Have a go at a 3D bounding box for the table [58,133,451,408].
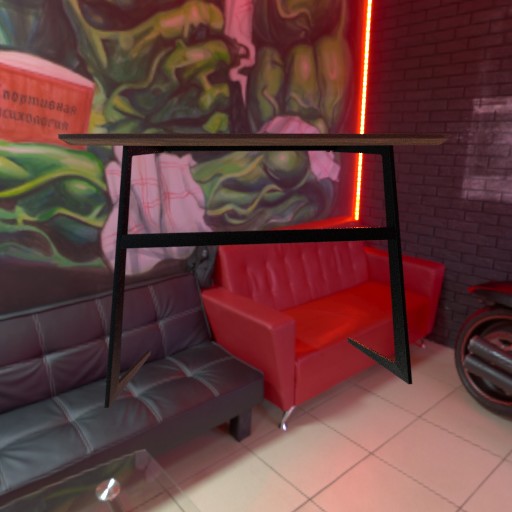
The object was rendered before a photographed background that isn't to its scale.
[{"bbox_3d":[0.000,0.000,1.086,0.804,0.576,0.361,-2,15,-8],"label":"table"}]
